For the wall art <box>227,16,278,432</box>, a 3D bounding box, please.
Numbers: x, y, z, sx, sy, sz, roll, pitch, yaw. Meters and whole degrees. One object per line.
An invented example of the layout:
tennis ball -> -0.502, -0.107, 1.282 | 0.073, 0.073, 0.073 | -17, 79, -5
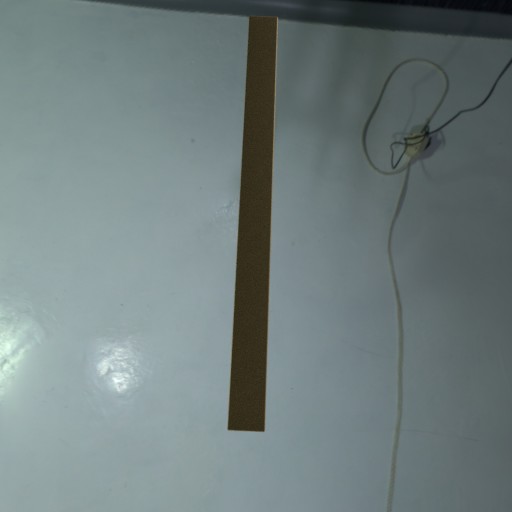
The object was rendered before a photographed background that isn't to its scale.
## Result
wall art -> 0.000, 0.000, 0.453 | 0.023, 0.305, 0.305 | 2, 74, 1
